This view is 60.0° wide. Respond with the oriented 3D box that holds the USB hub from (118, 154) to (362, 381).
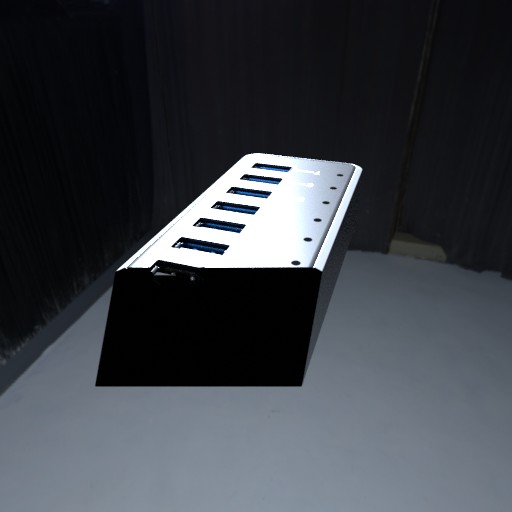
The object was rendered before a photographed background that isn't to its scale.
[{"bbox_3d":[0.000,0.000,0.126,0.044,0.023,0.110,10,33,16],"label":"USB hub"}]
